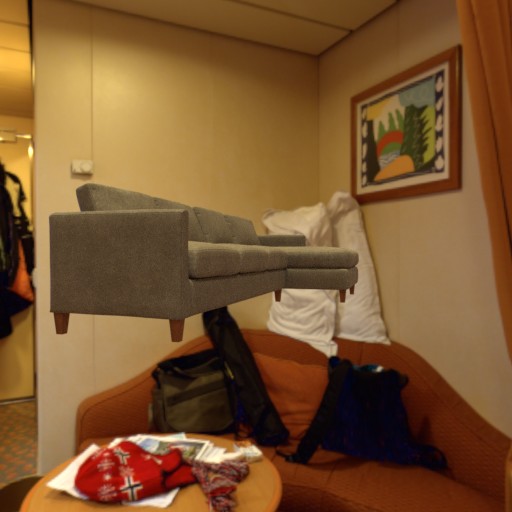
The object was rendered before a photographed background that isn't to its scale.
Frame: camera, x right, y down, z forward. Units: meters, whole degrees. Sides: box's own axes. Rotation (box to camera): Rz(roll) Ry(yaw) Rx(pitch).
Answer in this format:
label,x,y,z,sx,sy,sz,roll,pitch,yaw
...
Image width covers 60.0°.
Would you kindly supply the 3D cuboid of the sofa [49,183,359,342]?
label,x,y,z,sx,sy,sz,roll,pitch,yaw
sofa,0.000,0.000,4.093,1.604,0.950,3.471,0,0,18
